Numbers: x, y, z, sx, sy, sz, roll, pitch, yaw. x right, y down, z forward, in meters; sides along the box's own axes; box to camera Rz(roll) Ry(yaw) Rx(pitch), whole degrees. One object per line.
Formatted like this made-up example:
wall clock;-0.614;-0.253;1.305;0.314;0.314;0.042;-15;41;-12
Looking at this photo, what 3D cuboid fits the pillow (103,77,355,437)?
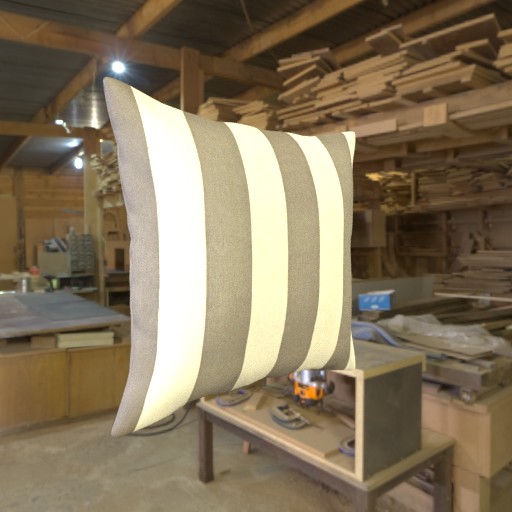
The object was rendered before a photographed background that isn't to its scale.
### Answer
pillow;0.000;0.000;0.775;0.522;0.507;0.192;-2;3;-37
